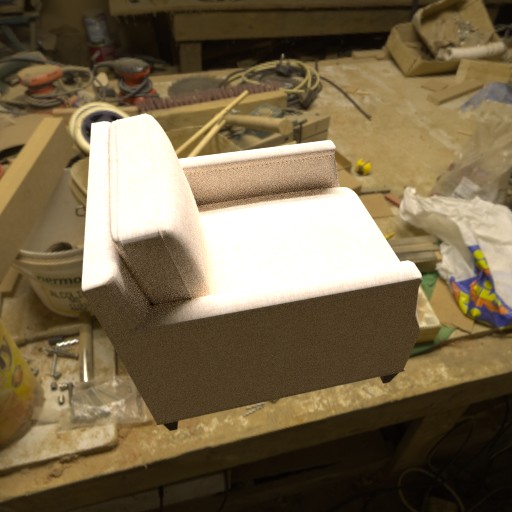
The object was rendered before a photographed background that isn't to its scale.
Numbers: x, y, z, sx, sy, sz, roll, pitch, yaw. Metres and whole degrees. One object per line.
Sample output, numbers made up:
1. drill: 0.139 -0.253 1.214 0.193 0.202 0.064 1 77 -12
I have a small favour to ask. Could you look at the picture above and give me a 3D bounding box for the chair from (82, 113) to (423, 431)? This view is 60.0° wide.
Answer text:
1. chair: 0.000 0.000 1.702 1.041 0.940 0.838 -9 46 -9
